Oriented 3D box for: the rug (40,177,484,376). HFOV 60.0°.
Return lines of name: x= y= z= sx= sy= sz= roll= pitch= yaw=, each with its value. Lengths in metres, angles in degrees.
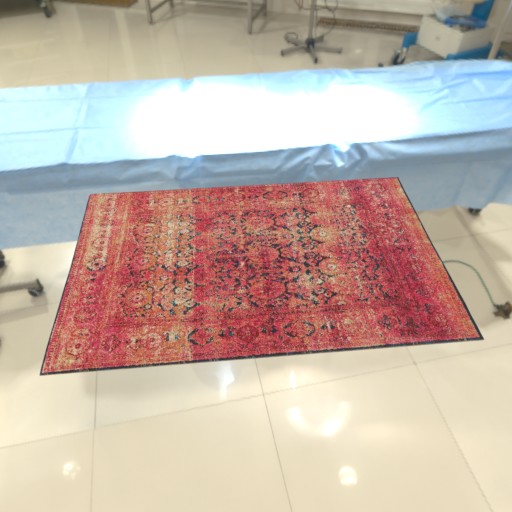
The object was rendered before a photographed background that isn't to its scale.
rug: x=0.000 y=0.000 z=2.953 sx=2.449 sy=0.018 sz=1.539 roll=-4 pitch=46 yaw=-4
